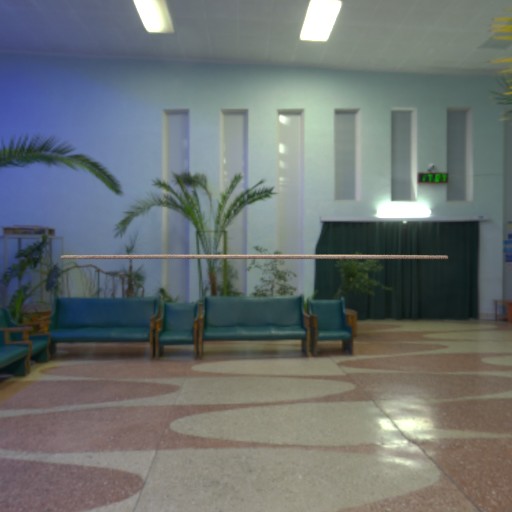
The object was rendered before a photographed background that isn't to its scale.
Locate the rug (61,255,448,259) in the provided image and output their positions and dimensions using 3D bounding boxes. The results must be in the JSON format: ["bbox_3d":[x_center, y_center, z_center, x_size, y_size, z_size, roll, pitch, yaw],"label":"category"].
[{"bbox_3d":[0.000,0.000,2.987,1.609,0.015,2.390,0,0,1],"label":"rug"}]
